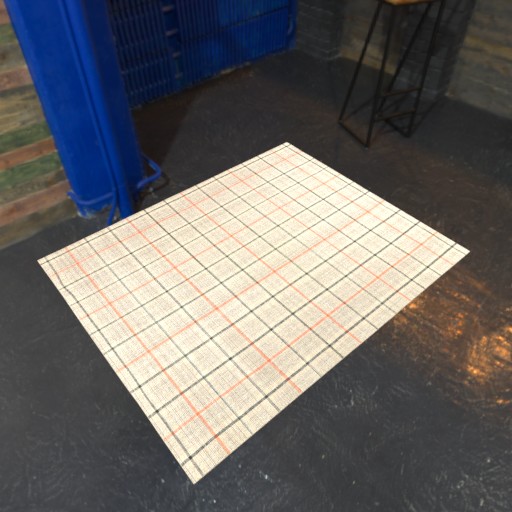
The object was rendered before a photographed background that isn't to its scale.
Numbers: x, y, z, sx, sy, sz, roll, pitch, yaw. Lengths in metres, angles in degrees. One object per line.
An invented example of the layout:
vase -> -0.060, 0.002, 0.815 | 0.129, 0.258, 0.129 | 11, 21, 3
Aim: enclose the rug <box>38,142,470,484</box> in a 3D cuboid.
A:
rug -> 0.000, 0.000, 3.996 | 3.048, 0.012, 2.444 | -31, 53, -27
